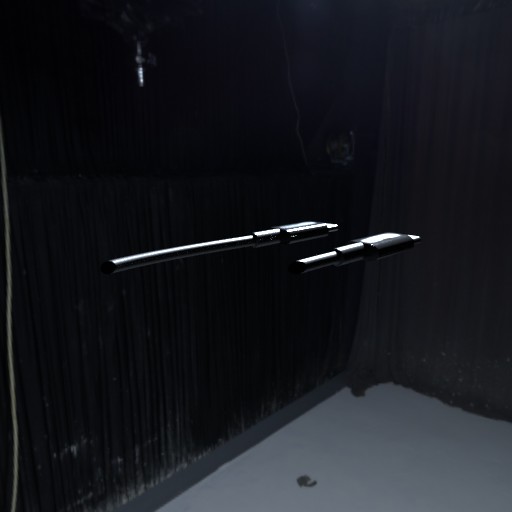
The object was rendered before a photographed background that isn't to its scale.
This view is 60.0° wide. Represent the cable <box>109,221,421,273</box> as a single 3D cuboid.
[{"bbox_3d":[0.000,0.000,0.111,0.098,0.005,0.041,-12,18,-42],"label":"cable"}]
